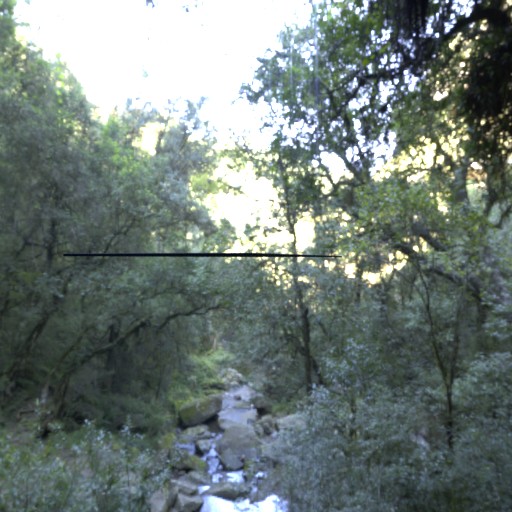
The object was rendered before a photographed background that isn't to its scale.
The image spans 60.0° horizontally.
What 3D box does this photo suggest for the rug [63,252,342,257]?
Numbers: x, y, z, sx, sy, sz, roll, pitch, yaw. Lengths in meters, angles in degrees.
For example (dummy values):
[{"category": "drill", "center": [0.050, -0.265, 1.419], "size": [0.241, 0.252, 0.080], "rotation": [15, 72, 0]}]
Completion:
[{"category": "rug", "center": [0.000, 0.000, 2.717], "size": [0.769, 0.012, 2.448], "rotation": [0, 0, 17]}]
